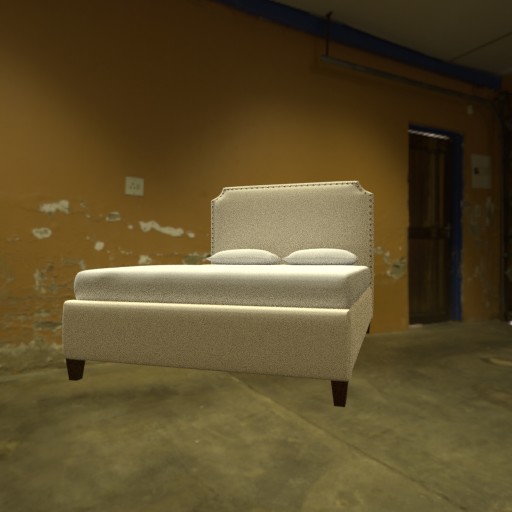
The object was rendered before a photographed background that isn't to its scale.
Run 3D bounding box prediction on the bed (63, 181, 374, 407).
[{"bbox_3d":[0.000,0.000,3.509,1.712,1.497,2.372,0,0,17],"label":"bed"}]
